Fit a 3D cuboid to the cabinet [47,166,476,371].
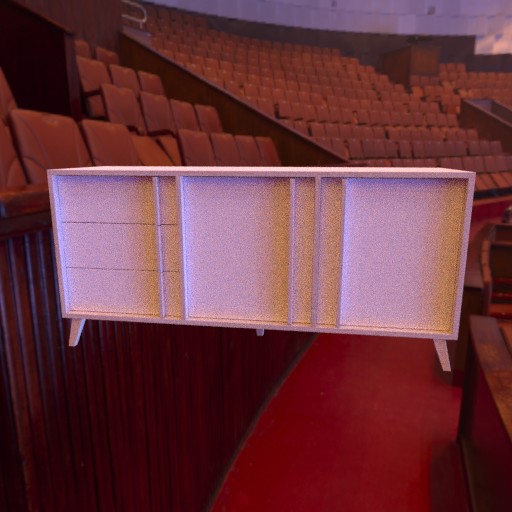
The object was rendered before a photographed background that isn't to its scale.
[{"bbox_3d":[0.000,0.000,2.018,1.649,0.780,0.500,2,13,8],"label":"cabinet"}]
